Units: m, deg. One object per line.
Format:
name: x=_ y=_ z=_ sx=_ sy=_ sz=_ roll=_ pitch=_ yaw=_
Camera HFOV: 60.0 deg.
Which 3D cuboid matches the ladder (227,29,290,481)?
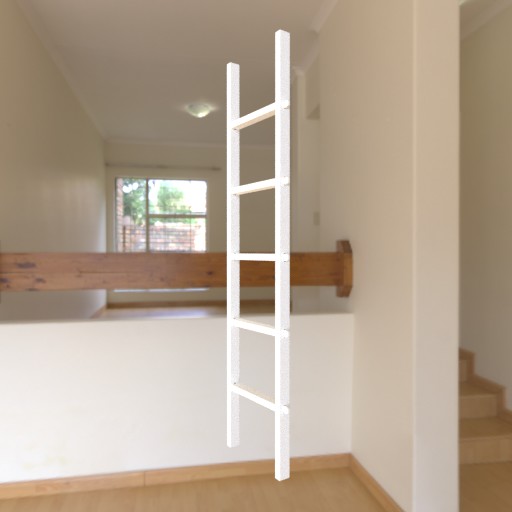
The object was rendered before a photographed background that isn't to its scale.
ladder: x=0.000 y=0.000 z=1.942 sx=0.051 sy=1.797 sz=0.452 roll=0 pitch=1 yaw=-35
